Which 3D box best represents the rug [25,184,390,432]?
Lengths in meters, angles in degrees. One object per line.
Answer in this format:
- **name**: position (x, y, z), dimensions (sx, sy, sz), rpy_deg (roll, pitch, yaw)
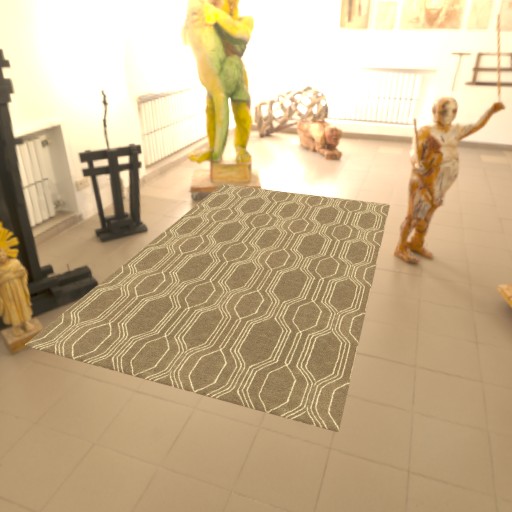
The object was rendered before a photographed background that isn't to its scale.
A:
- **rug**: position (0.000, 0.000, 2.958), dimensions (1.541, 0.012, 2.457), rpy_deg (10, 30, 17)
